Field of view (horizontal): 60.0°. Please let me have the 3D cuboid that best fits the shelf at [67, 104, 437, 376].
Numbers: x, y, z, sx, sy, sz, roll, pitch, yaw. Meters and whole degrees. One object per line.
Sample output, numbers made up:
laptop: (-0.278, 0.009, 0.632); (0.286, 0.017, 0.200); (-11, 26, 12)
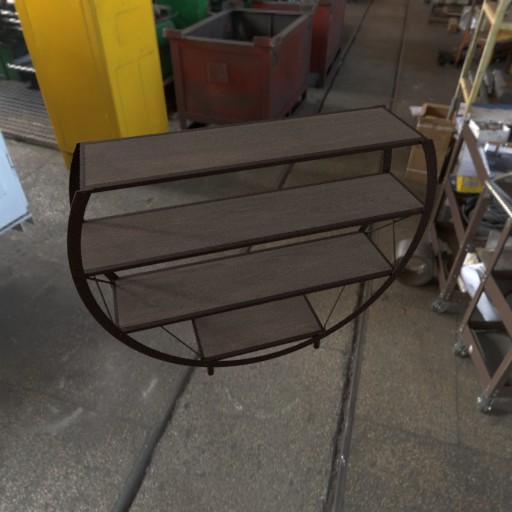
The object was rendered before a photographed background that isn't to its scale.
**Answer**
shelf: (0.000, 0.000, 1.910); (1.403, 1.063, 0.344); (-11, 41, -13)
